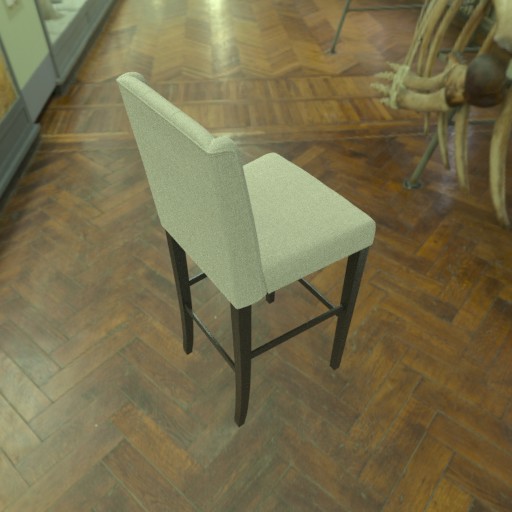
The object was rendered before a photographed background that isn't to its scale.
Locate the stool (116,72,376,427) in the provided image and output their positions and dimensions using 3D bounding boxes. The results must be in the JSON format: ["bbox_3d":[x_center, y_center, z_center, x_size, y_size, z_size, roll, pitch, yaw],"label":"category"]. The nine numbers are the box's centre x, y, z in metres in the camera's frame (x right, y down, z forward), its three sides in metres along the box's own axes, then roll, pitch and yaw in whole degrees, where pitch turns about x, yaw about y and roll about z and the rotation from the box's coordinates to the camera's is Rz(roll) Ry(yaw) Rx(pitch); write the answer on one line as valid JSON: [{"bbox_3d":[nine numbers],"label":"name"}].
[{"bbox_3d":[0.000,0.000,1.390,0.509,1.116,0.474,-26,49,-25],"label":"stool"}]
